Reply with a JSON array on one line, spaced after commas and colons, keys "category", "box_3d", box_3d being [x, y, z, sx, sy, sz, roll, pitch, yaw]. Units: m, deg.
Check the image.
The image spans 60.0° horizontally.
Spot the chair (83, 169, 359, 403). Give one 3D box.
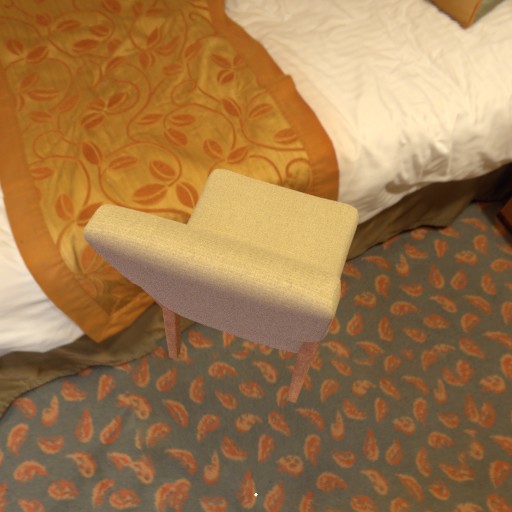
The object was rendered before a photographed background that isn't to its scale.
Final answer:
[{"category": "chair", "box_3d": [0.000, 0.000, 1.282, 0.507, 0.911, 0.586, 17, 63, 9]}]
